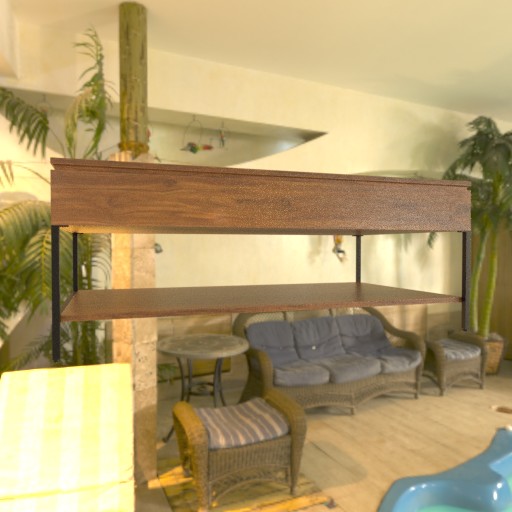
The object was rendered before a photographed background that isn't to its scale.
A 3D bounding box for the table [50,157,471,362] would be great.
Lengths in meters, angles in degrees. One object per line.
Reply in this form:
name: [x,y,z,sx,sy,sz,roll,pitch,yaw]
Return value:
table: [0.000,0.000,1.328,1.057,0.414,0.574,0,1,-18]
